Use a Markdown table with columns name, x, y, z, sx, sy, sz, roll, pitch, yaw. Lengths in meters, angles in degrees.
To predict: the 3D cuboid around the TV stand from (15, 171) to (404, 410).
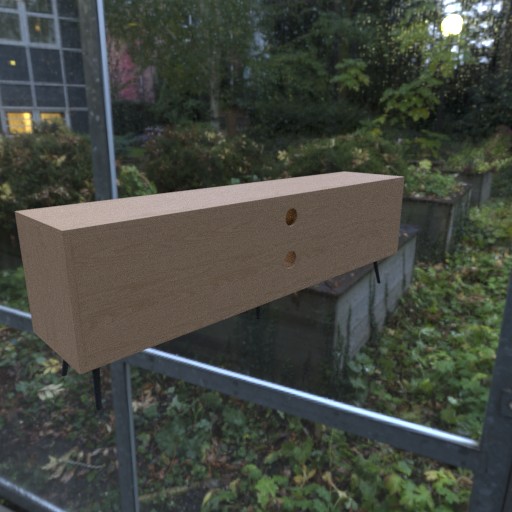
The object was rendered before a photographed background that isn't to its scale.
| name | x | y | z | sx | sy | sz | roll | pitch | yaw |
| --- | --- | --- | --- | --- | --- | --- | --- | --- | --- |
| TV stand | 0.000 | 0.000 | 1.930 | 1.760 | 0.580 | 0.400 | -15 | 22 | -42 |
